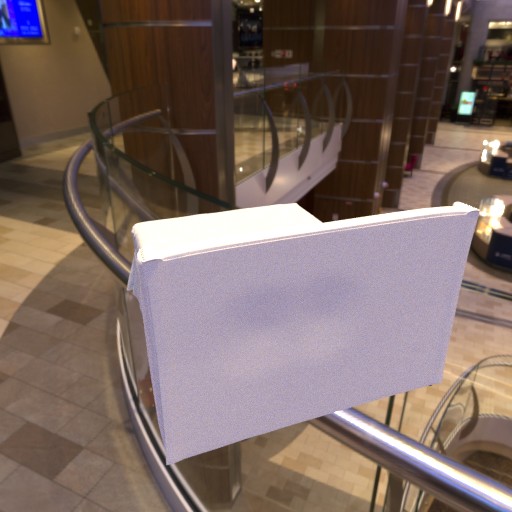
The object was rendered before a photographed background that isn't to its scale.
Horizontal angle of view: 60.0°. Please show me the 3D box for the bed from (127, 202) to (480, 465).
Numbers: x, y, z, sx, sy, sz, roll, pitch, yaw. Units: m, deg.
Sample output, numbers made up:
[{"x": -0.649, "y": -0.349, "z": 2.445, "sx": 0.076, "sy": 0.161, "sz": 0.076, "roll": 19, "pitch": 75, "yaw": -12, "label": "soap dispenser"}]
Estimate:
[{"x": 0.000, "y": 0.000, "z": 3.448, "sx": 1.925, "sy": 1.332, "sz": 2.276, "roll": -9, "pitch": 27, "yaw": -18, "label": "bed"}]
